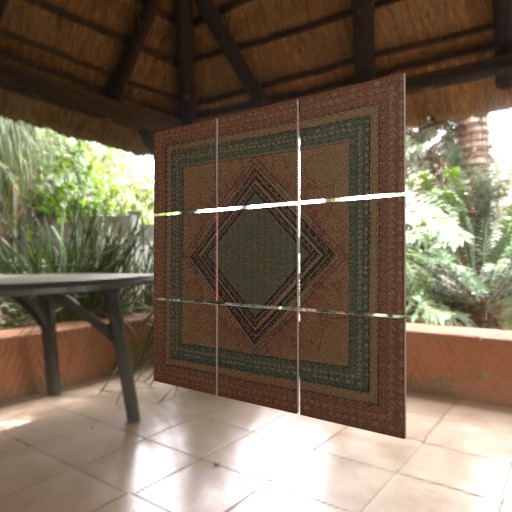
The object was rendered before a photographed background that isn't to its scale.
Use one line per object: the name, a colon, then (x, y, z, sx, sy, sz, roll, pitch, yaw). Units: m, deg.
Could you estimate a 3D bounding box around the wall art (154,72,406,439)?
wall art: (0.000, 0.000, 1.374, 0.915, 0.914, 0.013, 0, -1, 35)
